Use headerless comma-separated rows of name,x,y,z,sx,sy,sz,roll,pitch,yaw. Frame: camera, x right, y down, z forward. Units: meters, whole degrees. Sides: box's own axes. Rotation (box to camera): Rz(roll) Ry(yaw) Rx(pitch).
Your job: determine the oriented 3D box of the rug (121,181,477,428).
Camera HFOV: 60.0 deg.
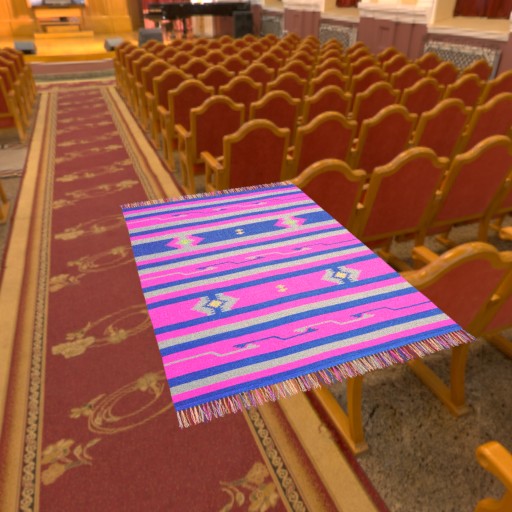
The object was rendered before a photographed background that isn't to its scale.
rug,0.000,0.000,2.958,1.539,0.013,2.350,-11,33,-17
